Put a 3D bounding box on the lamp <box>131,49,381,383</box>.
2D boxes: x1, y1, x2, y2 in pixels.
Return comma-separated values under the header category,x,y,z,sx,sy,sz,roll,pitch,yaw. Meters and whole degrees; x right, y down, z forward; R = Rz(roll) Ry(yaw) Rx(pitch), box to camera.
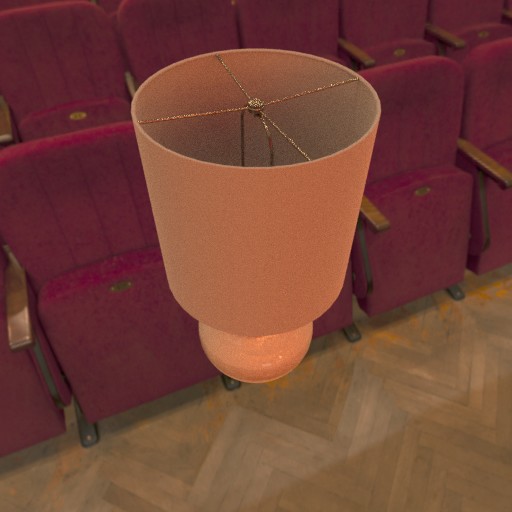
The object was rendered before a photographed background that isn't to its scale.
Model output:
category,x,y,z,sx,sy,sz,roll,pitch,yaw
lamp,0.000,0.000,0.536,0.217,0.404,0.217,-17,48,-16
